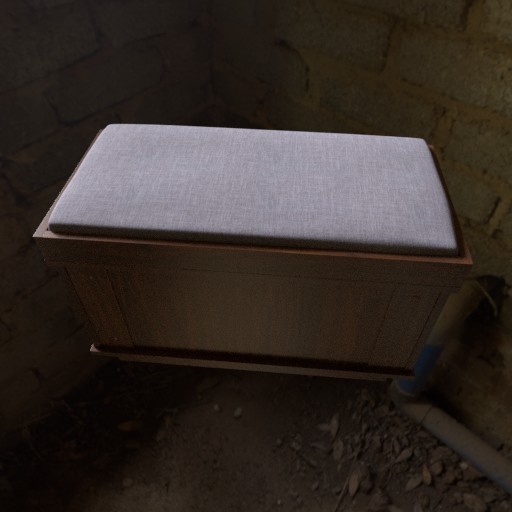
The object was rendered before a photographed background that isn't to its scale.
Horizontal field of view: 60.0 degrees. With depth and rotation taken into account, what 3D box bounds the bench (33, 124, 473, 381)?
[{"bbox_3d":[0.000,0.000,1.004,0.734,0.461,0.362,4,46,3],"label":"bench"}]
